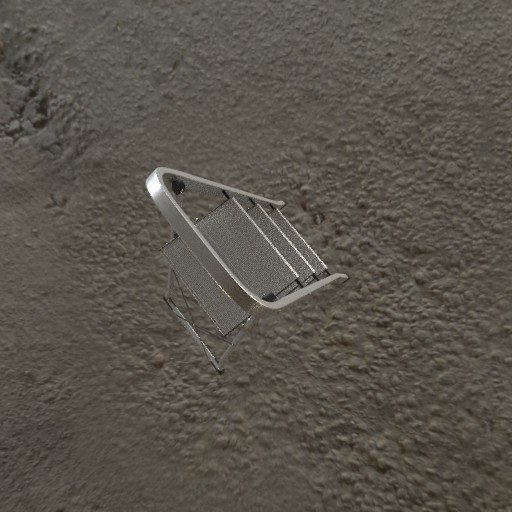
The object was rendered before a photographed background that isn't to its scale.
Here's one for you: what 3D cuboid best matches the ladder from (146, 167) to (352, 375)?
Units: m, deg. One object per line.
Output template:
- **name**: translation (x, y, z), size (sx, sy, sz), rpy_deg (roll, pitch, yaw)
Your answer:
- **ladder**: translation (0.000, 0.000, 1.419), size (0.704, 1.070, 0.465), rpy_deg (-37, 79, -9)
